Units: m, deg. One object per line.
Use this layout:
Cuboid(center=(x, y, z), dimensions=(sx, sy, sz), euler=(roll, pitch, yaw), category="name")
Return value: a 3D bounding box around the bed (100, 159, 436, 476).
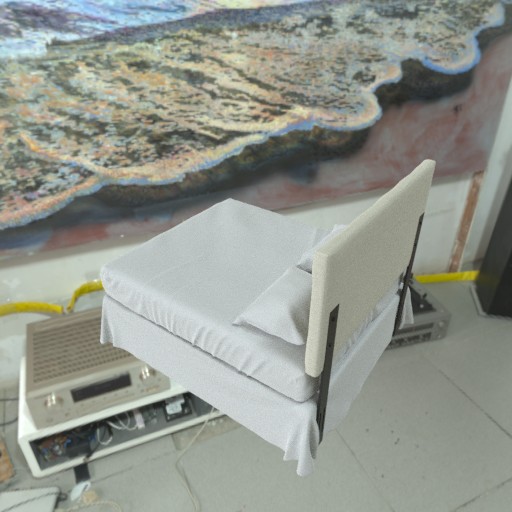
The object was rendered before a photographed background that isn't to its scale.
Cuboid(center=(0.000, 0.000, 3.574), dimensions=(2.222, 1.577, 1.936), euler=(21, 38, 30), category="bed")
